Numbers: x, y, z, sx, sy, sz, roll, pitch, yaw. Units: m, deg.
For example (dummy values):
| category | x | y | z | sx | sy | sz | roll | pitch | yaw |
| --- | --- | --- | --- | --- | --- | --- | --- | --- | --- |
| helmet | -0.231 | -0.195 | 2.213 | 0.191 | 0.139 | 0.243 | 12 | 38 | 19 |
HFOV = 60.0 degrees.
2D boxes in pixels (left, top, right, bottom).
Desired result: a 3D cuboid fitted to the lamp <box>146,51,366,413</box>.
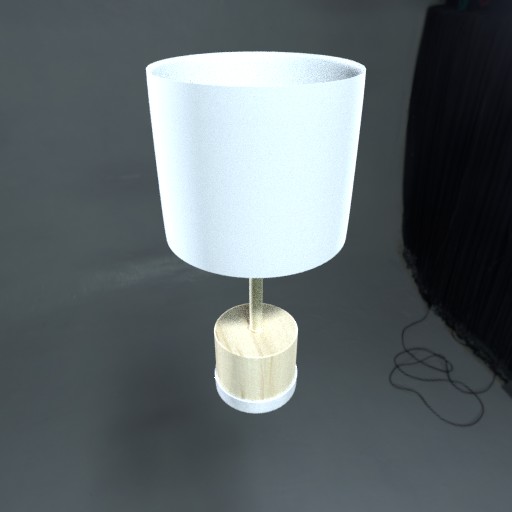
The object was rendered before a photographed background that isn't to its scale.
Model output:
| category | x | y | z | sx | sy | sz | roll | pitch | yaw |
| --- | --- | --- | --- | --- | --- | --- | --- | --- | --- |
| lamp | 0.000 | 0.000 | 0.589 | 0.229 | 0.470 | 0.229 | -9 | 33 | -15 |
